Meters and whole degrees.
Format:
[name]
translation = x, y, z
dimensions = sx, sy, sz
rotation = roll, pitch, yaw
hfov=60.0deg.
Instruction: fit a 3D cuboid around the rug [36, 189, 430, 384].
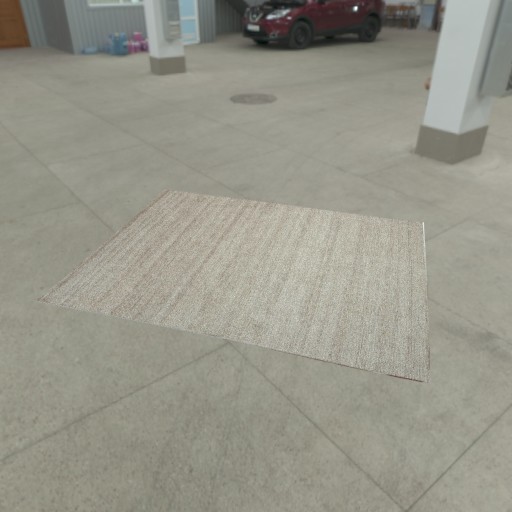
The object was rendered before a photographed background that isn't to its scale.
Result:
[rug]
translation = 0.000, 0.000, 4.357
dimensions = 3.202, 0.045, 2.434
rotation = 9, 33, 14
